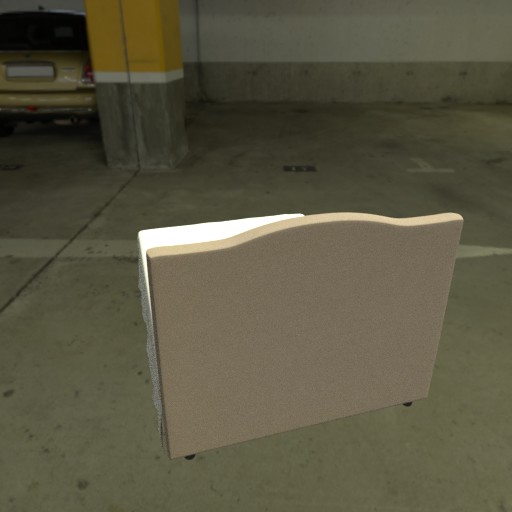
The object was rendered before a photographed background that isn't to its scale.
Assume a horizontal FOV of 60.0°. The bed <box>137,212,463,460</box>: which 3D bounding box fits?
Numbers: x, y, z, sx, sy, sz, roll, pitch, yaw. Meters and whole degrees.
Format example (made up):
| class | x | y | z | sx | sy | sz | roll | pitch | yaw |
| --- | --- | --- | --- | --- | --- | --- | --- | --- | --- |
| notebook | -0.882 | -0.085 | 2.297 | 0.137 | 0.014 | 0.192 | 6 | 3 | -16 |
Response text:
| class | x | y | z | sx | sy | sz | roll | pitch | yaw |
| --- | --- | --- | --- | --- | --- | --- | --- | --- | --- |
| bed | 0.000 | 0.000 | 3.447 | 1.821 | 1.436 | 2.282 | -7 | 26 | -15 |
